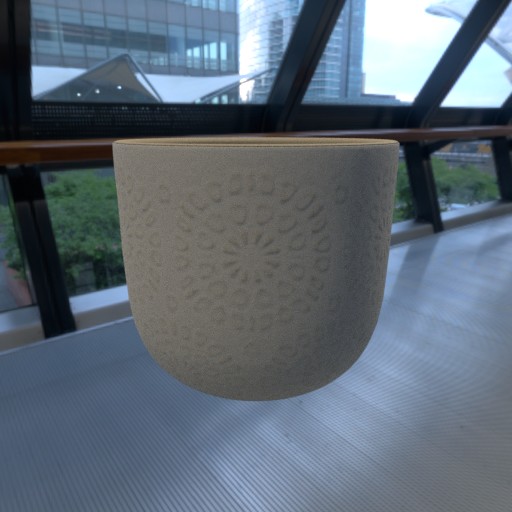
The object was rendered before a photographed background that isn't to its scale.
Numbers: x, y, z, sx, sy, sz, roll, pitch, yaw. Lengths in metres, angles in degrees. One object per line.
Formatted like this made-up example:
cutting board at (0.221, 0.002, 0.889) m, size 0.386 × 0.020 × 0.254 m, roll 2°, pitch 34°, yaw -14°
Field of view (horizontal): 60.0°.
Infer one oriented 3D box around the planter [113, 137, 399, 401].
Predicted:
planter at (0.000, 0.000, 0.215) m, size 0.124 × 0.109 × 0.124 m, roll 0°, pitch 16°, yaw 0°
